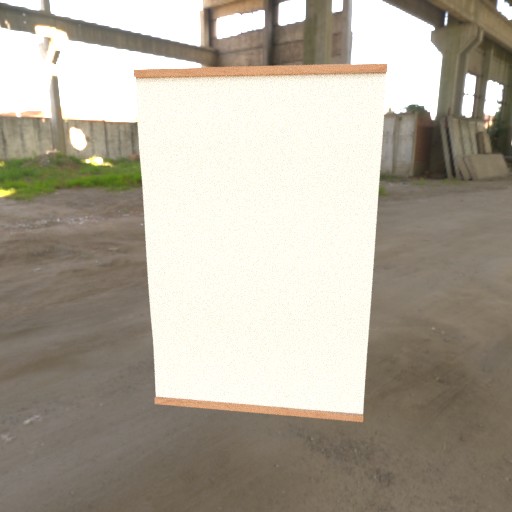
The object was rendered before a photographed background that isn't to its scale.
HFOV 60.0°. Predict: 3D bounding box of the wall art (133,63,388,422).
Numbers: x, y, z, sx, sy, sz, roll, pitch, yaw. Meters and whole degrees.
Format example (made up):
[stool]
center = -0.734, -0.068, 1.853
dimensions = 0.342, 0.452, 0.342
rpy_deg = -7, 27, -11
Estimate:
[wall art]
center = 0.000, 0.000, 0.641
dimensions = 0.332, 0.508, 0.012
rpy_deg = 2, 15, 8
